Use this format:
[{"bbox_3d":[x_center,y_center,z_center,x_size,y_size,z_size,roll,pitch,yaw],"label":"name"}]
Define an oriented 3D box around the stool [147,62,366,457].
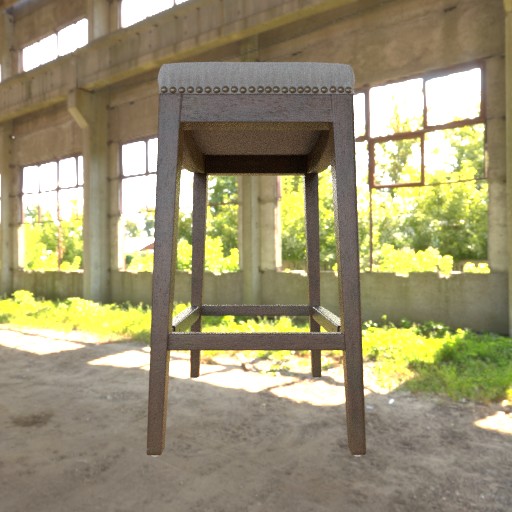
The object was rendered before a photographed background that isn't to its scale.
[{"bbox_3d":[0.000,0.000,0.973,0.356,0.660,0.508,0,-1,0],"label":"stool"}]
